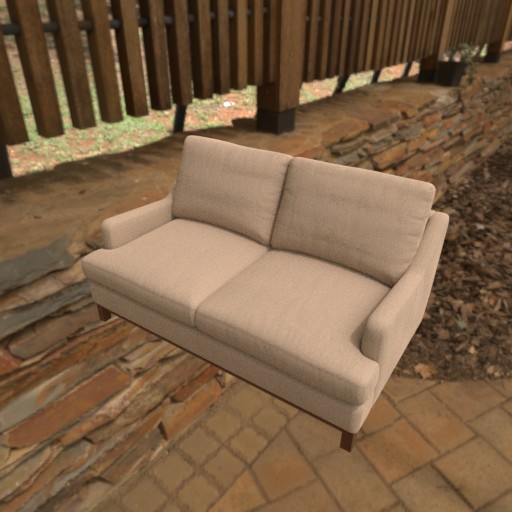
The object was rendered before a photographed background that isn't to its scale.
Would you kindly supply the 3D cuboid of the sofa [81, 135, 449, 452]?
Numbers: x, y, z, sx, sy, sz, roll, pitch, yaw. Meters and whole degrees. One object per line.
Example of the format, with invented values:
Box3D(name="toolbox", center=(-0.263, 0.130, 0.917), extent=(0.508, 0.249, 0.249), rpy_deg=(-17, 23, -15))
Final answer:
Box3D(name="sofa", center=(0.000, 0.000, 2.287), extent=(1.619, 0.910, 1.004), rpy_deg=(19, 35, 29))
